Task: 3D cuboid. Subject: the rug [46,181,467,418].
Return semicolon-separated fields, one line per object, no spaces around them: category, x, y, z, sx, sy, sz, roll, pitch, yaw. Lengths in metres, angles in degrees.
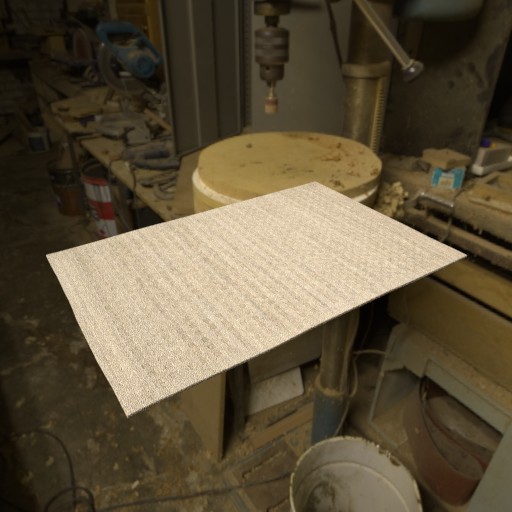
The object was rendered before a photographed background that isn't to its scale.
rug;0.000;0.000;2.898;2.297;0.018;1.532;-19;36;-28
